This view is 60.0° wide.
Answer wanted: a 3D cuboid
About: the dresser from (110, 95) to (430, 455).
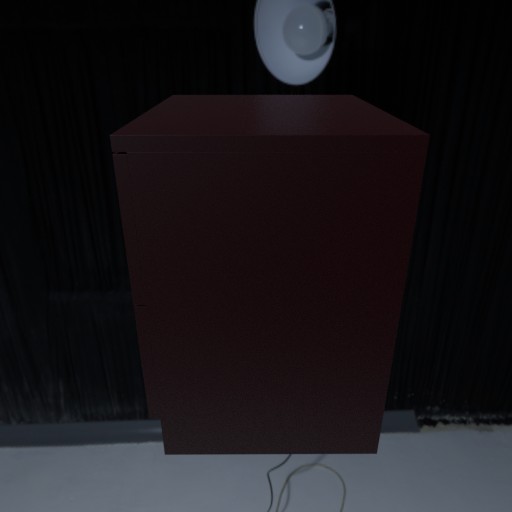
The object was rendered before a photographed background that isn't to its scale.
[{"bbox_3d":[0.000,0.000,0.742,0.360,0.470,0.400,0,26,0],"label":"dresser"}]
